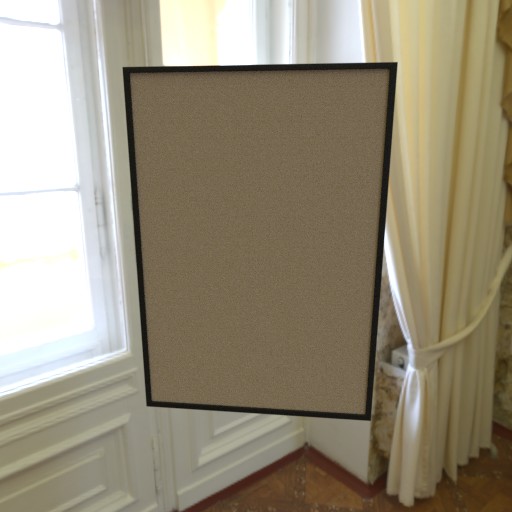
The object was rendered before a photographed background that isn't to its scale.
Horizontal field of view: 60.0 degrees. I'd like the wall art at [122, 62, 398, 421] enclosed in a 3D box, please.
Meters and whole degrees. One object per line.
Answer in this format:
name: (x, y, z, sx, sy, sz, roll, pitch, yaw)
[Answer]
wall art: (0.000, 0.000, 0.826, 0.460, 0.660, 0.013, 2, 15, 6)
